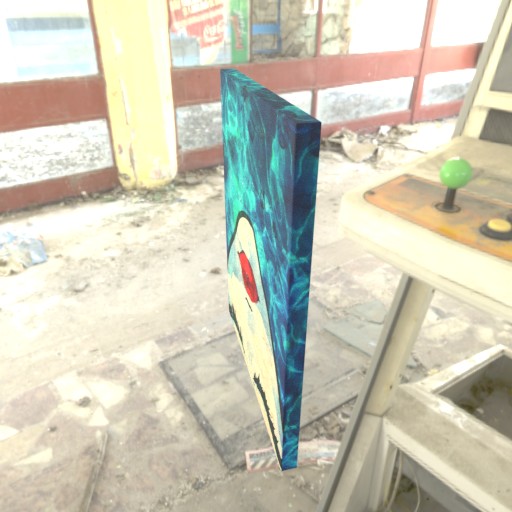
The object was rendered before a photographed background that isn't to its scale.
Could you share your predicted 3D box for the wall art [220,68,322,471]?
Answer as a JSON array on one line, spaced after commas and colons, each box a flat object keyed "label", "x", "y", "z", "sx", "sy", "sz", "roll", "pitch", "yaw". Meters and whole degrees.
[{"label": "wall art", "x": 0.000, "y": 0.000, "z": 1.058, "sx": 0.038, "sy": 0.760, "sz": 0.609, "roll": -7, "pitch": 30, "yaw": -12}]
